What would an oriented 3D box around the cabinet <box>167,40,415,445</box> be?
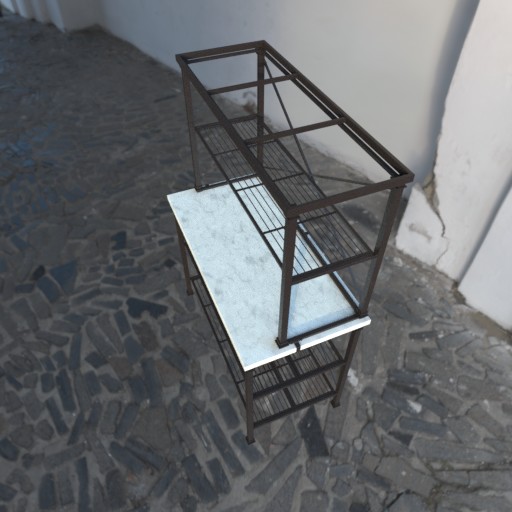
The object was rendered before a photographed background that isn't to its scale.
[{"bbox_3d":[0.000,0.000,2.300,0.610,1.659,1.210,-17,49,-16],"label":"cabinet"}]
